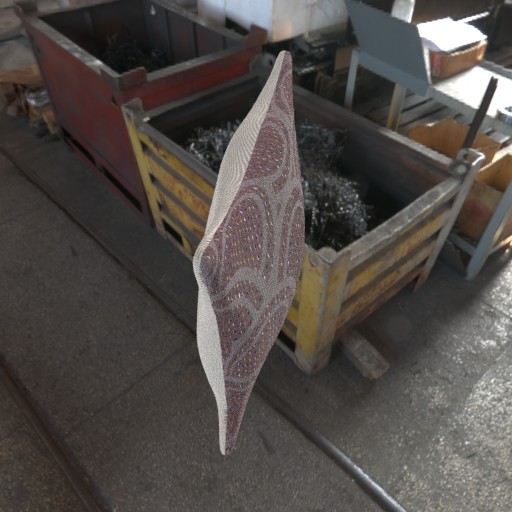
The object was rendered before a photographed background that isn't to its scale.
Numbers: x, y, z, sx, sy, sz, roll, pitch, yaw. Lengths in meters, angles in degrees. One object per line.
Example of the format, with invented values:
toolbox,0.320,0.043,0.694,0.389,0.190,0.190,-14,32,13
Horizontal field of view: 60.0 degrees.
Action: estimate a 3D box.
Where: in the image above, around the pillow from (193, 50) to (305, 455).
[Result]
pillow,0.000,0.000,0.781,0.163,0.513,0.514,9,47,8
